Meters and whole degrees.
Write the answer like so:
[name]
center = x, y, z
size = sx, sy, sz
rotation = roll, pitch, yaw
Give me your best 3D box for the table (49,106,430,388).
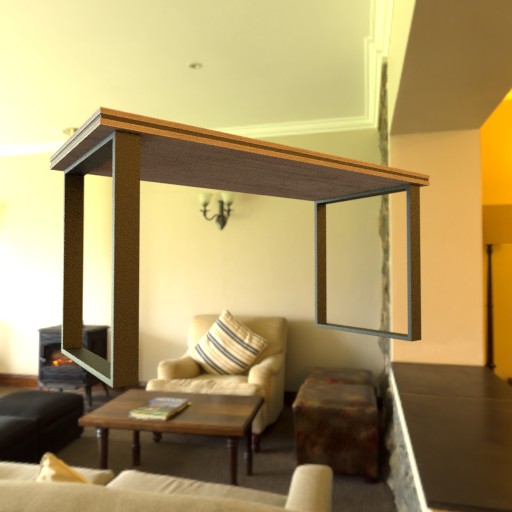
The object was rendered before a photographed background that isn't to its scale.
[table]
center = 0.000, 0.000, 2.229
size = 1.778, 0.899, 0.795
rotation = 1, -2, -35
